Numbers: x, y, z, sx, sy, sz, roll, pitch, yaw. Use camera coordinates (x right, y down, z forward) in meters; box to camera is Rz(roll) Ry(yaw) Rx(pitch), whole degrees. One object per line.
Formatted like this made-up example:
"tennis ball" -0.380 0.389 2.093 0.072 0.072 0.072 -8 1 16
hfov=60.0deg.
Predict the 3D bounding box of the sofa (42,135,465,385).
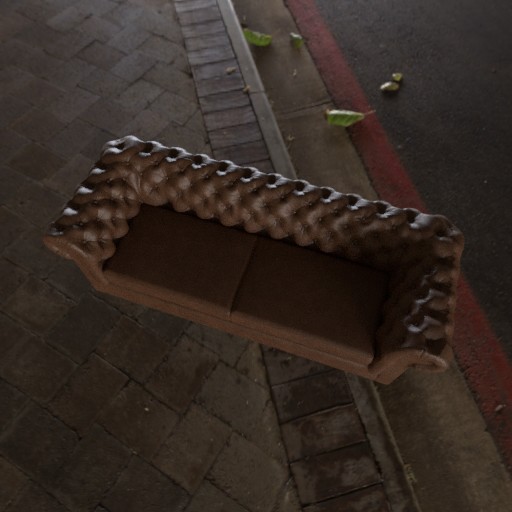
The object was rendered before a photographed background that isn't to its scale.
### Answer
"sofa" 0.000 0.000 2.880 2.385 0.783 0.944 16 61 9
